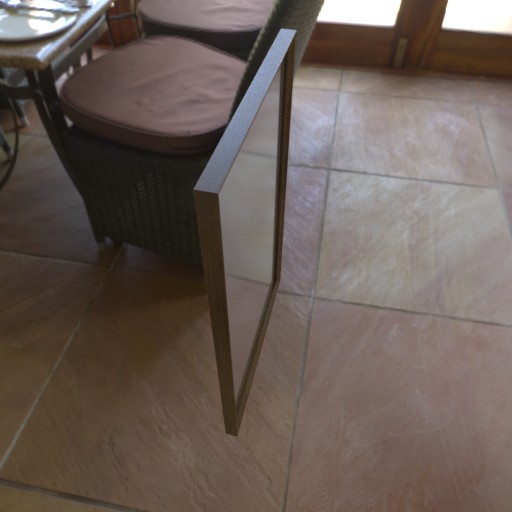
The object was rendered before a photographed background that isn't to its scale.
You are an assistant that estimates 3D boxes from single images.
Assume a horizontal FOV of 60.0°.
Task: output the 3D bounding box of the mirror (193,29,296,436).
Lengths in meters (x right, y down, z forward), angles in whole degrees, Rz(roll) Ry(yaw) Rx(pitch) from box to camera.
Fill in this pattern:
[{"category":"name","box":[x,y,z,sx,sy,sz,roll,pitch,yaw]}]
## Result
[{"category":"mirror","box":[0.000,0.000,1.167,0.041,0.915,0.609,10,48,9]}]
